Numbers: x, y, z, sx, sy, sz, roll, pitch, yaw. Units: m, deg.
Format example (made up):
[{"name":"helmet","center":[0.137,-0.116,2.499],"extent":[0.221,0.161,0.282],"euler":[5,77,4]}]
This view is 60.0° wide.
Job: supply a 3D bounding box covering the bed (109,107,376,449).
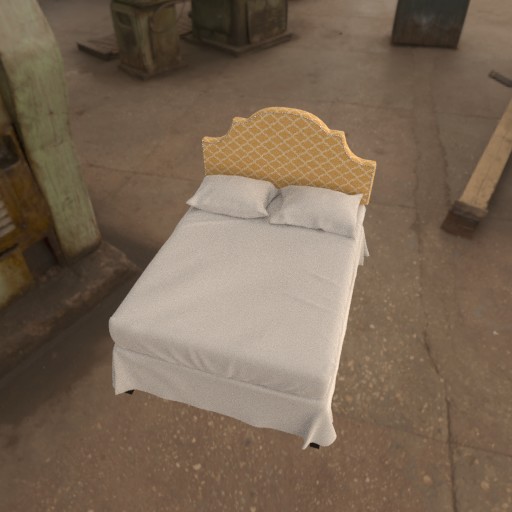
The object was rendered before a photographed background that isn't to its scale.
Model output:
[{"name":"bed","center":[0.000,0.000,3.525],"extent":[1.780,1.633,2.222],"euler":[11,43,12]}]
